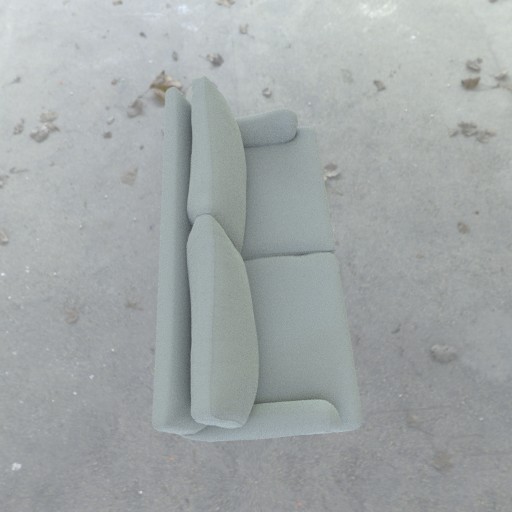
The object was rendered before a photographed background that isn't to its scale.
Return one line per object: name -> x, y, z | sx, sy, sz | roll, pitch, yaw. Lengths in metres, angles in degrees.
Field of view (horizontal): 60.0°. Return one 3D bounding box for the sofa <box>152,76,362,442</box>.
sofa -> 0.000, 0.000, 2.849 | 1.069, 1.096, 2.193 | -3, 63, -2
